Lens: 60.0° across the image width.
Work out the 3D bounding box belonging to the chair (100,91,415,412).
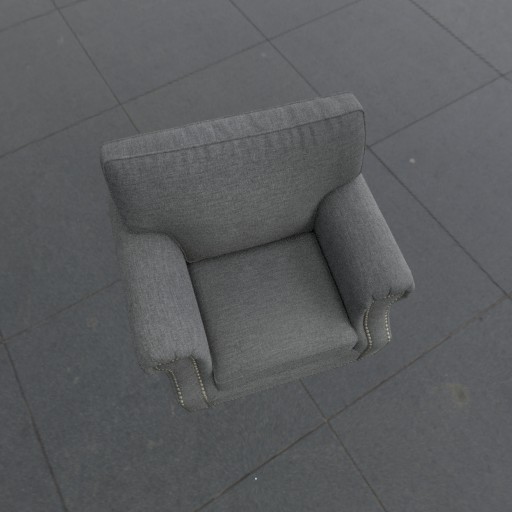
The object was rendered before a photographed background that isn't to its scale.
[{"bbox_3d":[0.000,0.000,1.873,1.092,0.961,0.965,-15,64,-7],"label":"chair"}]
